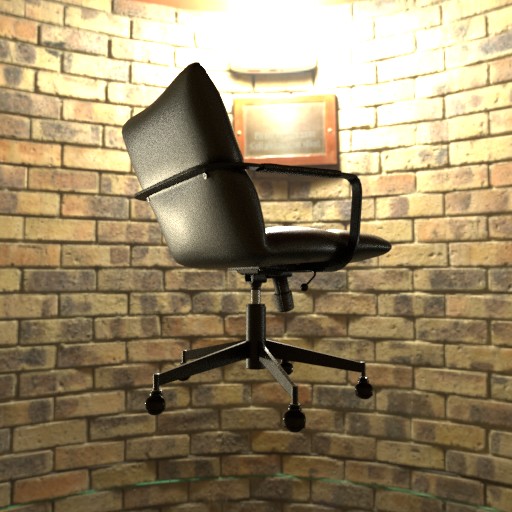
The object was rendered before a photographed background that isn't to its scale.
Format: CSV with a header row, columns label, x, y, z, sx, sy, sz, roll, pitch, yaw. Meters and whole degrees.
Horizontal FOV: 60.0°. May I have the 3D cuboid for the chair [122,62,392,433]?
label,x,y,z,sx,sy,sz,roll,pitch,yaw
chair,0.000,0.000,1.464,0.748,0.922,0.719,2,-3,-34
